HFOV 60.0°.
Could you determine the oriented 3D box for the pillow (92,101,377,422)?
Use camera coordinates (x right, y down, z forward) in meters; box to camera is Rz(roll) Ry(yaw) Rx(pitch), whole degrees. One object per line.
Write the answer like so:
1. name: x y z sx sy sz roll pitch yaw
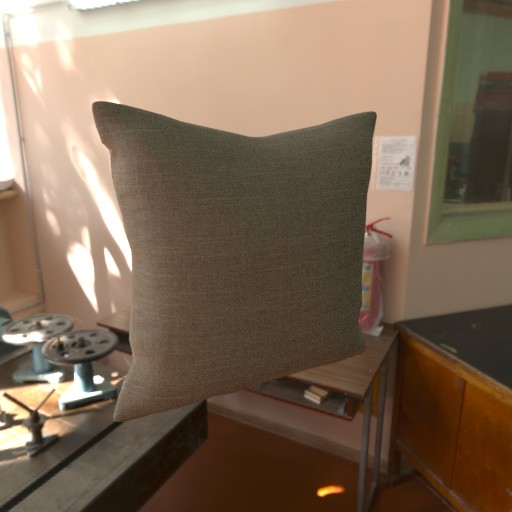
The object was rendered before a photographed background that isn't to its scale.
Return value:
1. pillow: 0.000 0.000 0.627 0.424 0.400 0.169 -8 17 -27
